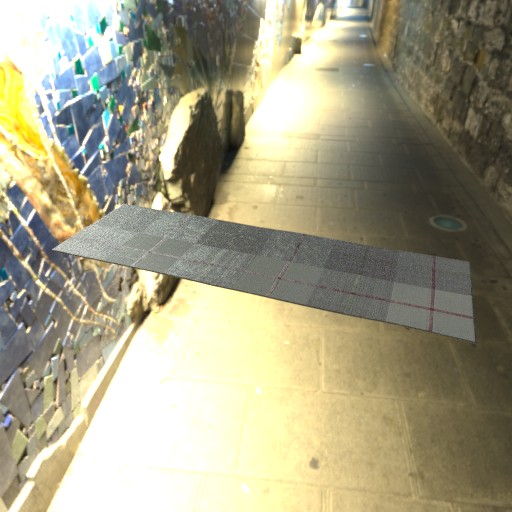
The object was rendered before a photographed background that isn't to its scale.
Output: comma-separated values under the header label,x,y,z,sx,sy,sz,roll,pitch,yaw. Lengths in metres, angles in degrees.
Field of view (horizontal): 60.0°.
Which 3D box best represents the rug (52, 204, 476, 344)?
label,x,y,z,sx,sy,sz,roll,pitch,yaw
rug,0.000,0.000,2.705,2.439,0.013,0.762,11,32,18
